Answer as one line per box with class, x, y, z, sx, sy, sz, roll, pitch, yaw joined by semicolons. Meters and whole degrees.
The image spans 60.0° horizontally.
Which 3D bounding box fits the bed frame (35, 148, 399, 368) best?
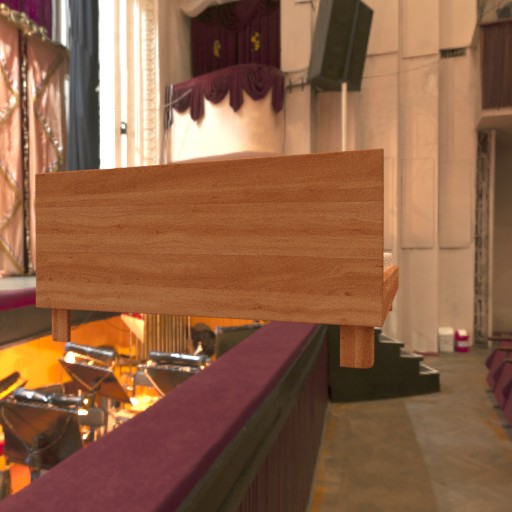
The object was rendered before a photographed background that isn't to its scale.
bed frame;0.000;0.000;3.149;1.872;0.940;2.092;0;1;20
